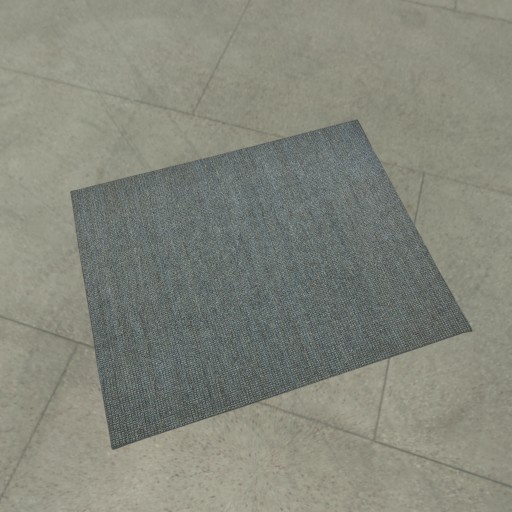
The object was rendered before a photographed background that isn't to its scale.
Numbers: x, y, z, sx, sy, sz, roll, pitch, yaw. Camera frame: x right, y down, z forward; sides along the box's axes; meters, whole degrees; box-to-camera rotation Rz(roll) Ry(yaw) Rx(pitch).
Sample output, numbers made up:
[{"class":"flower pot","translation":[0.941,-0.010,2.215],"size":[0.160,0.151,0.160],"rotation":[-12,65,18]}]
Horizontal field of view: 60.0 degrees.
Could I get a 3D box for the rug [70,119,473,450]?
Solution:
[{"class":"rug","translation":[0.000,0.000,4.045],"size":[3.068,0.021,2.456],"rotation":[-16,65,-8]}]
